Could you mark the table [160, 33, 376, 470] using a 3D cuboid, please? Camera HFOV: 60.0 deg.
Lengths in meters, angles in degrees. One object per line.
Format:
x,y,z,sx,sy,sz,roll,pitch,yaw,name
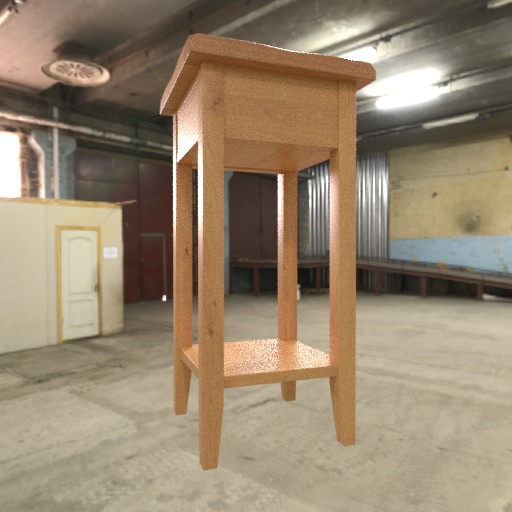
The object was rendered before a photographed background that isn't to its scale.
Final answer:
0.000,0.000,0.959,0.360,0.740,0.360,0,0,-20,table
